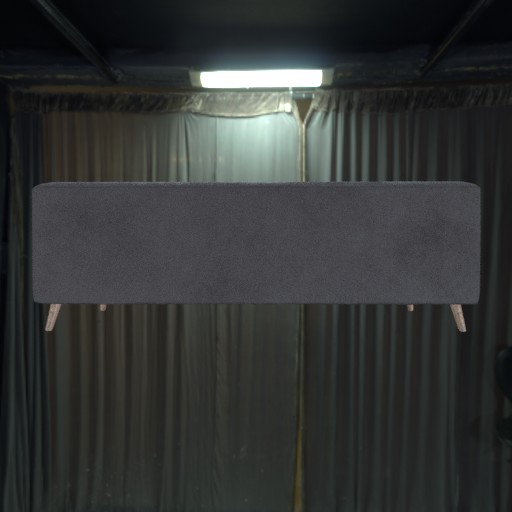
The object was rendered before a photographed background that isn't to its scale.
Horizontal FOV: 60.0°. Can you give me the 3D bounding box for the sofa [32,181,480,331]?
[{"bbox_3d":[0.000,0.000,2.593,2.190,0.740,0.900,0,1,1],"label":"sofa"}]
